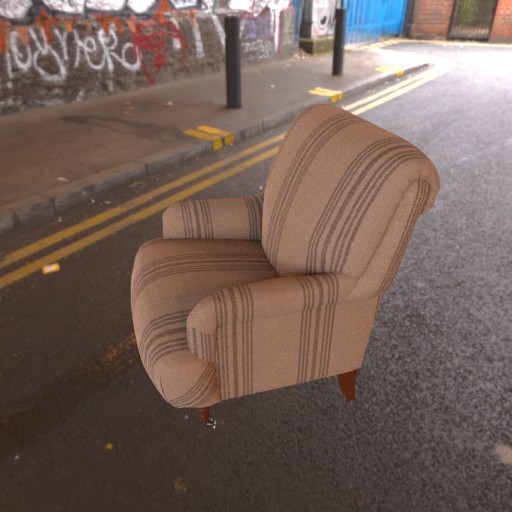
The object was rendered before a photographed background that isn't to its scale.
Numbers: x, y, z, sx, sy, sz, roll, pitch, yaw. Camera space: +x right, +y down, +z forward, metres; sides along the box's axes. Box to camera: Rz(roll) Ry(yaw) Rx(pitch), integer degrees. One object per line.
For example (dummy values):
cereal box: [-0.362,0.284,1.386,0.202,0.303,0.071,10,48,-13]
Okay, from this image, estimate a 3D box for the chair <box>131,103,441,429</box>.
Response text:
chair: [0.000,0.000,1.602,0.914,0.940,0.813,-8,31,-14]
